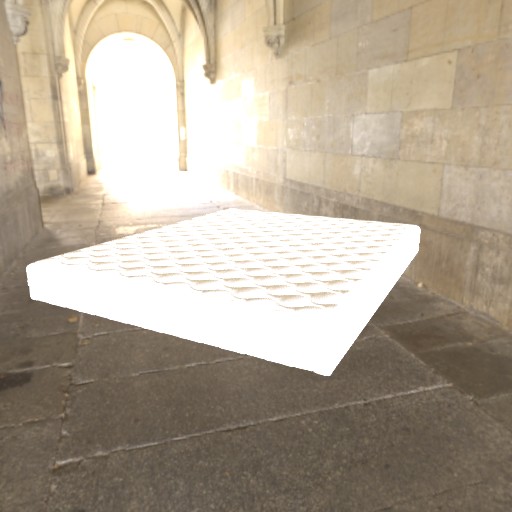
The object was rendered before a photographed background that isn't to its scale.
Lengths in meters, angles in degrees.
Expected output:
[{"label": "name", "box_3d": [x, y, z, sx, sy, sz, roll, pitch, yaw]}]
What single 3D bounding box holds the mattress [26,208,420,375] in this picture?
[{"label": "mattress", "box_3d": [0.000, 0.000, 2.668, 1.600, 0.200, 1.900, 8, 18, 27]}]
